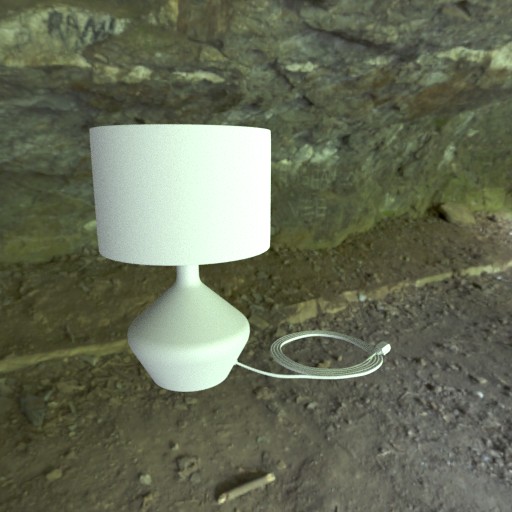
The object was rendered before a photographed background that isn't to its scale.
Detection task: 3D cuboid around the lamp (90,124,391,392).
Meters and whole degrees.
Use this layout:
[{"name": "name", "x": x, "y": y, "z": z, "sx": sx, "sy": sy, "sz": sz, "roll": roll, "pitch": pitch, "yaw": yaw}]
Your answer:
[{"name": "lamp", "x": 0.000, "y": 0.000, "z": 0.844, "sx": 0.546, "sy": 0.457, "sz": 0.401, "roll": 2, "pitch": 13, "yaw": 9}]
